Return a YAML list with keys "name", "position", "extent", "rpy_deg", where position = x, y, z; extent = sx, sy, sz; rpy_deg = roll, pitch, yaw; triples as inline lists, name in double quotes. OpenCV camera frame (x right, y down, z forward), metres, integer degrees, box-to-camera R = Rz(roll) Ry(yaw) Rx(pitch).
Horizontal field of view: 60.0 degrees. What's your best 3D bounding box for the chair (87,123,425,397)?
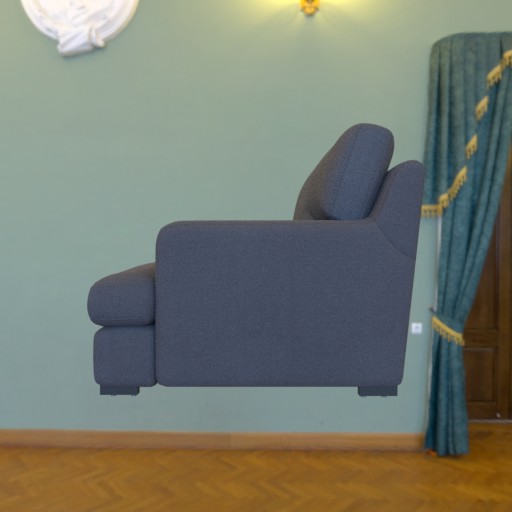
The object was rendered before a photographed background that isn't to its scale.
- name: "chair"
  position: [0.000, 0.000, 2.013]
  extent: [1.143, 0.940, 1.168]
  rpy_deg: [0, 1, 0]
